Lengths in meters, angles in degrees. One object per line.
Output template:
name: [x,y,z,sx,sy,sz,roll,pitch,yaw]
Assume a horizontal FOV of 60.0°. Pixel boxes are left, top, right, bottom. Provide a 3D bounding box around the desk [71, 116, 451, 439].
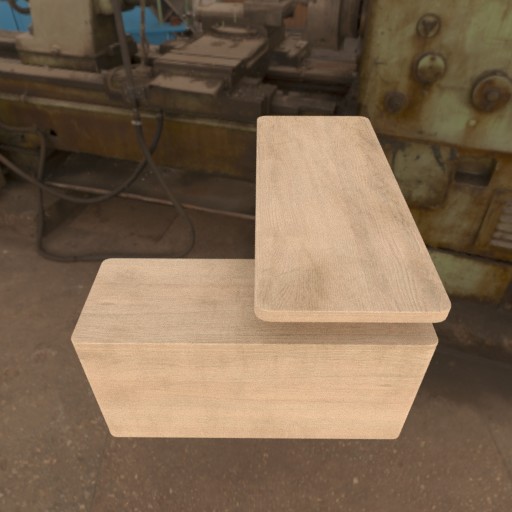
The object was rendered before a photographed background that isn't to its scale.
desk: [0.000,0.000,2.077,1.175,0.770,1.400,0,40,0]
